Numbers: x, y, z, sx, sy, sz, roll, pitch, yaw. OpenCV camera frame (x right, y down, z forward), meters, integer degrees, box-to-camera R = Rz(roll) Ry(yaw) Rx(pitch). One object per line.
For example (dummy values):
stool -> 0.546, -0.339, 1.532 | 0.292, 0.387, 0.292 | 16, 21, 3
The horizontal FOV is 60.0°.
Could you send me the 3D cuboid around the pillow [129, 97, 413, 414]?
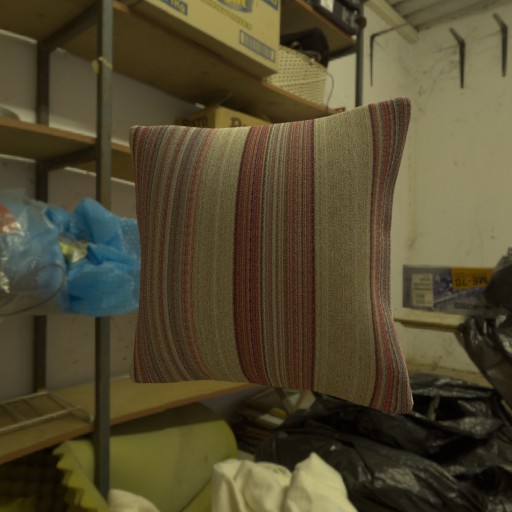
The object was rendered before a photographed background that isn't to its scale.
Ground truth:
pillow -> 0.000, 0.000, 0.651 | 0.437, 0.419, 0.136 | 0, 1, 19
